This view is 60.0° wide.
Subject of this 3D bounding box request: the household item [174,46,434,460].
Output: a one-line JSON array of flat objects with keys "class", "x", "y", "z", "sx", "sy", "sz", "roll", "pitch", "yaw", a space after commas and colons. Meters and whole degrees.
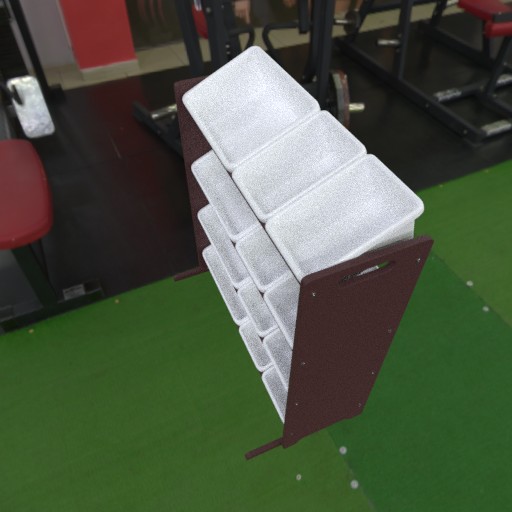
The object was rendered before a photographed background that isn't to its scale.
[{"class": "household item", "x": 0.000, "y": 0.000, "z": 1.275, "sx": 0.389, "sy": 0.864, "sz": 0.787, "roll": -18, "pitch": 50, "yaw": -16}]
